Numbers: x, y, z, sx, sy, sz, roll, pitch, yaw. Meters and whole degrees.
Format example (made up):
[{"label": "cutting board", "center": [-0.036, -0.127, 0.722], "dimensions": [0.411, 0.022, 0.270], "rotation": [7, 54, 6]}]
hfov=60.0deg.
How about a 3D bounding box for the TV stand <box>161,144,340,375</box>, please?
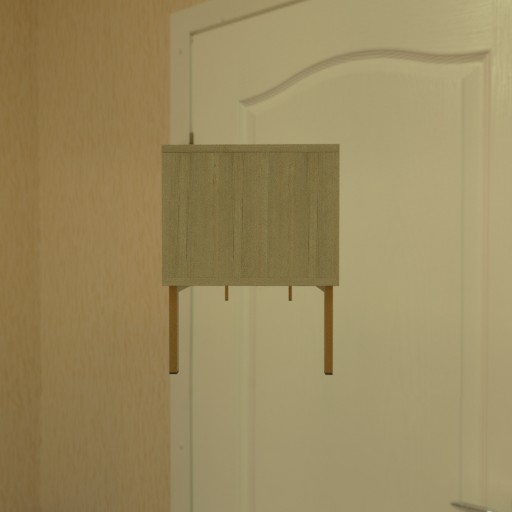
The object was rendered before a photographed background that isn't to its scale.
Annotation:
[{"label": "TV stand", "center": [0.000, 0.000, 1.848], "dimensions": [0.420, 0.550, 1.600], "rotation": [0, 1, 1]}]
